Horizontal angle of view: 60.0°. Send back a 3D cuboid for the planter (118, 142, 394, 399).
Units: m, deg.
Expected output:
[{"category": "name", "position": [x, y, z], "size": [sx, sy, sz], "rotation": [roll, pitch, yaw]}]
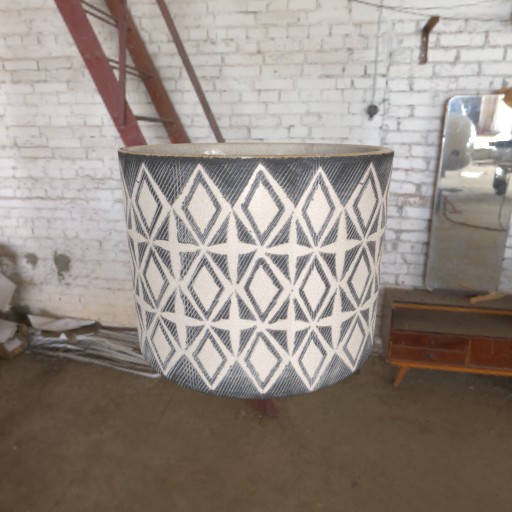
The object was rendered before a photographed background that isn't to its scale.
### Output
[{"category": "planter", "position": [0.000, 0.000, 0.344], "size": [0.192, 0.165, 0.192], "rotation": [0, 16, 0]}]
